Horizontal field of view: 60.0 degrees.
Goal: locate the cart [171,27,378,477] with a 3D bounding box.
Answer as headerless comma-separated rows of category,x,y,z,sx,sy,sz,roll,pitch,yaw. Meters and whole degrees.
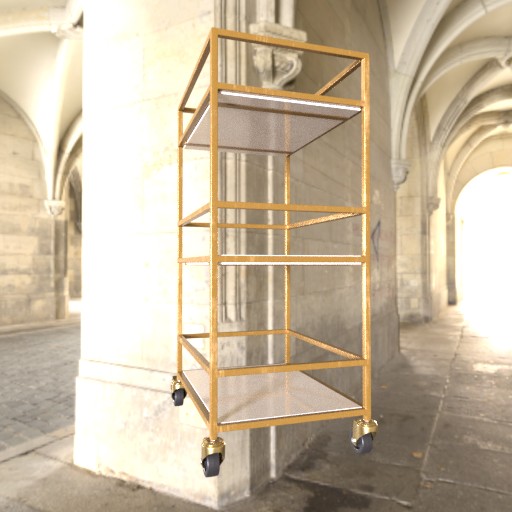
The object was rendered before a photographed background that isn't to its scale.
cart,0.000,0.000,1.002,0.332,0.761,0.483,0,-1,-18
